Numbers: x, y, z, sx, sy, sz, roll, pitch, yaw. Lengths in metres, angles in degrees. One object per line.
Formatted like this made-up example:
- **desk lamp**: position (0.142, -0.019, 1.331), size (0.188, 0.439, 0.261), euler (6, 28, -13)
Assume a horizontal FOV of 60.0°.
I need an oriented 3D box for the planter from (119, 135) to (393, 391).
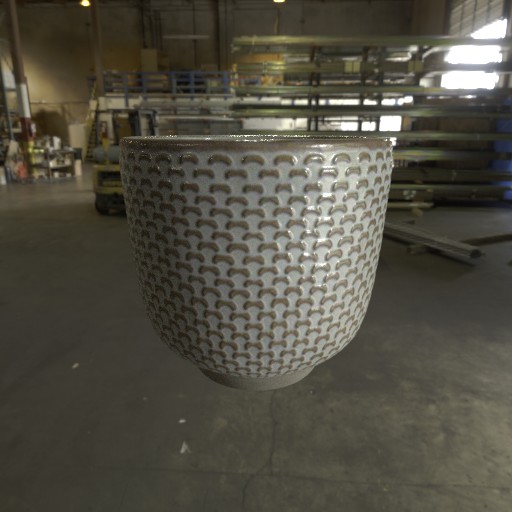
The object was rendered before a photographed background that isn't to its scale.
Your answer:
- **planter**: position (0.000, 0.000, 0.249), size (0.139, 0.130, 0.139), euler (0, 16, 0)
